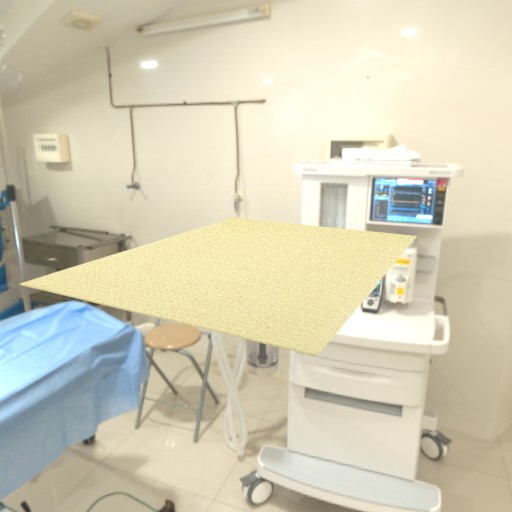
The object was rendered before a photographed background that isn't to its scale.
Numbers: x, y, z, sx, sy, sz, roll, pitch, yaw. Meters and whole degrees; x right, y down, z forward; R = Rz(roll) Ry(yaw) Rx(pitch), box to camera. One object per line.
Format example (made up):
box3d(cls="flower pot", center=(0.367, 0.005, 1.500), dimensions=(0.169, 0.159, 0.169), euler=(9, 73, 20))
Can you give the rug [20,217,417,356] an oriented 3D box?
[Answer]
box3d(cls="rug", center=(0.000, 0.000, 4.241), dimensions=(2.452, 0.016, 3.204), euler=(8, 17, 27))
